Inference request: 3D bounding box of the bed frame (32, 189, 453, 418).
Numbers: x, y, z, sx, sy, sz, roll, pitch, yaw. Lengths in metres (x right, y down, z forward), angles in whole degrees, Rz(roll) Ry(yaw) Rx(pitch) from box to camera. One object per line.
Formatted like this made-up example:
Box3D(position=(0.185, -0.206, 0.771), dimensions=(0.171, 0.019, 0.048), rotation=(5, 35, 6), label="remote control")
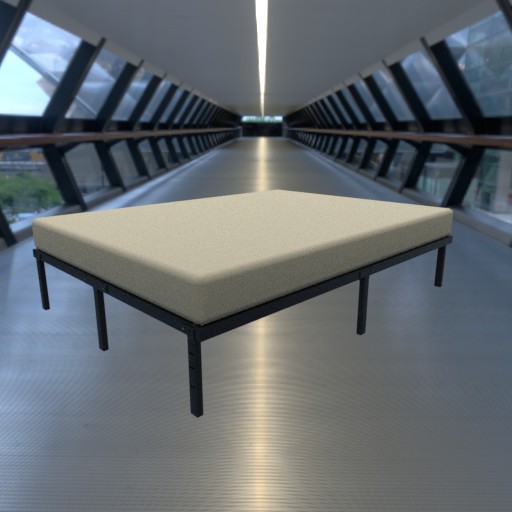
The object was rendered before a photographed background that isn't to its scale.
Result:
Box3D(position=(0.000, 0.000, 3.472), dimensions=(2.635, 0.680, 1.990), rotation=(-14, 21, -43), label="bed frame")
